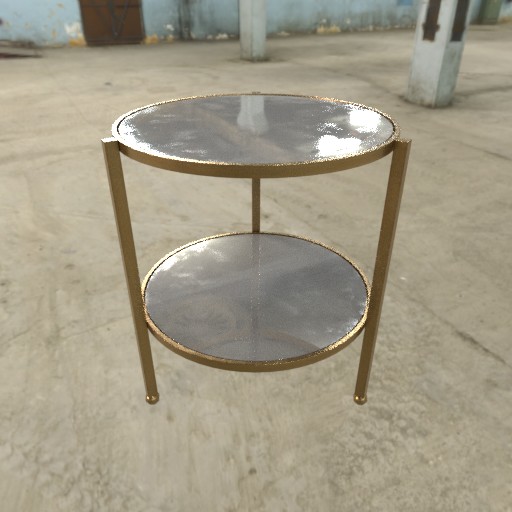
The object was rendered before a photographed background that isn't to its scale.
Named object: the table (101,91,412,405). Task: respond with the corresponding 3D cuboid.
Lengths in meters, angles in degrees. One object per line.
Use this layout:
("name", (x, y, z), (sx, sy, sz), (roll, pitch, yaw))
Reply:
("table", (0.000, 0.000, 0.441), (0.231, 0.269, 0.243), (0, 30, 0))
